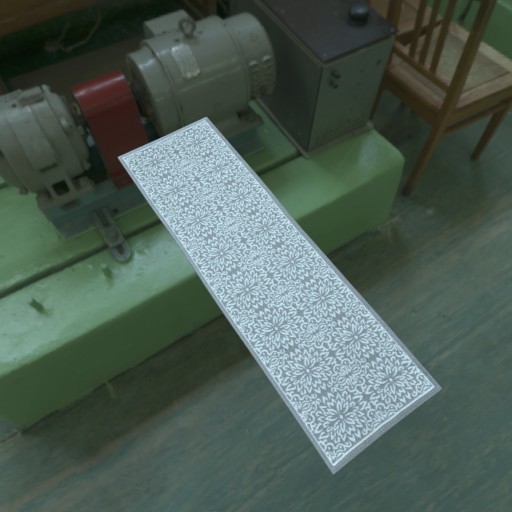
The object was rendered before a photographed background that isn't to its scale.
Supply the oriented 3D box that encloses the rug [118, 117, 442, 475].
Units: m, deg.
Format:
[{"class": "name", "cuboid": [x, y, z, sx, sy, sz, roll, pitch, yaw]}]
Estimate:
[{"class": "rug", "cuboid": [0.000, 0.000, 2.465, 0.662, 0.011, 2.196, -30, 64, -16]}]
